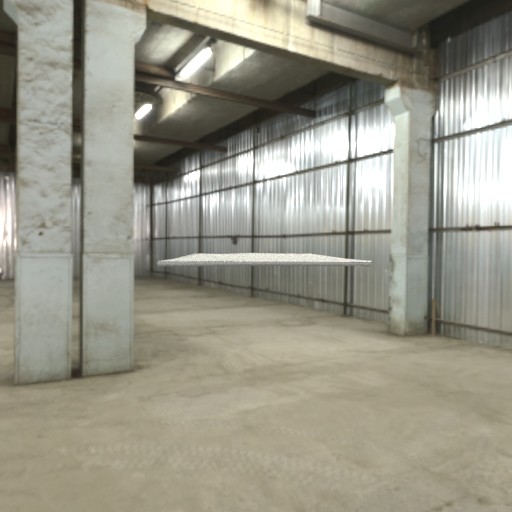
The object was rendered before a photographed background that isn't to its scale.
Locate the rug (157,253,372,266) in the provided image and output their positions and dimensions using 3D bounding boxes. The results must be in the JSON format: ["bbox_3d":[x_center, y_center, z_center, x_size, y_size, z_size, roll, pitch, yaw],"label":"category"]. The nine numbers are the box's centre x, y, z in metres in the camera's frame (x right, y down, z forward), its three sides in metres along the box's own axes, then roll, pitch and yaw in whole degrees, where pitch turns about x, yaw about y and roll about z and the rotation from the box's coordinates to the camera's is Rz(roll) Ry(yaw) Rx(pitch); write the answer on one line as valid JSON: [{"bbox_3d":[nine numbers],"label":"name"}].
[{"bbox_3d":[0.000,0.000,2.551,0.675,0.037,2.341,0,1,-1],"label":"rug"}]
